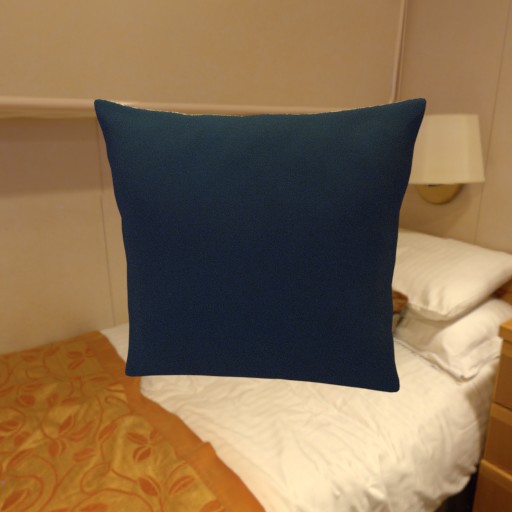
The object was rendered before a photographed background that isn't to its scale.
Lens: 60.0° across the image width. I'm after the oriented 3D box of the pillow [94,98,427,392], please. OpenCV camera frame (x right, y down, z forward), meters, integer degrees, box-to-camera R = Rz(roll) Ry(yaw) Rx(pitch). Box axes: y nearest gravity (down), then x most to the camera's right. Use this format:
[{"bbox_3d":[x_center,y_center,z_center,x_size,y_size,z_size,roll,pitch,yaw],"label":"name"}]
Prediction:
[{"bbox_3d":[0.000,0.000,0.760,0.523,0.510,0.166,2,17,7],"label":"pillow"}]
